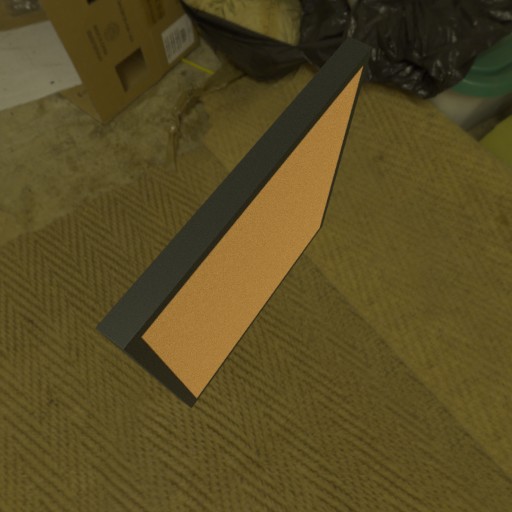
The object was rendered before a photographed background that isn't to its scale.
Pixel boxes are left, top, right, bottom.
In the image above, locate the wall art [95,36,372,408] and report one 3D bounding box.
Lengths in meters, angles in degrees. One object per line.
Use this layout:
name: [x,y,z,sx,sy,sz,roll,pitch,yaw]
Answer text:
wall art: [0.000,0.000,0.751,0.037,0.506,0.506,32,69,14]
